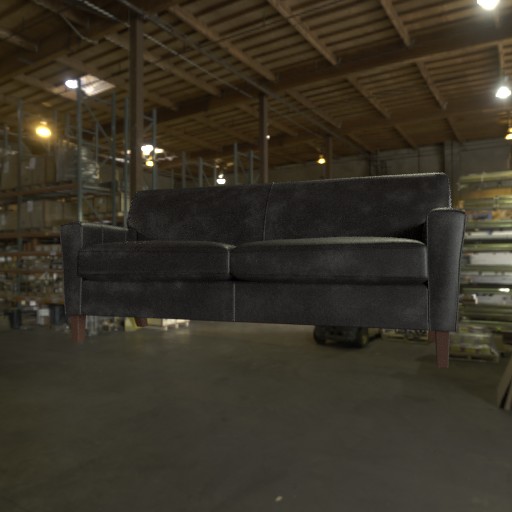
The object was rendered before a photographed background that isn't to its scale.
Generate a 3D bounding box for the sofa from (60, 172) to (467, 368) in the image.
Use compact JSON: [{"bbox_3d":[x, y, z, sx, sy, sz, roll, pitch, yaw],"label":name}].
[{"bbox_3d":[0.000,0.000,2.462,2.053,0.947,0.805,0,-1,18],"label":"sofa"}]
